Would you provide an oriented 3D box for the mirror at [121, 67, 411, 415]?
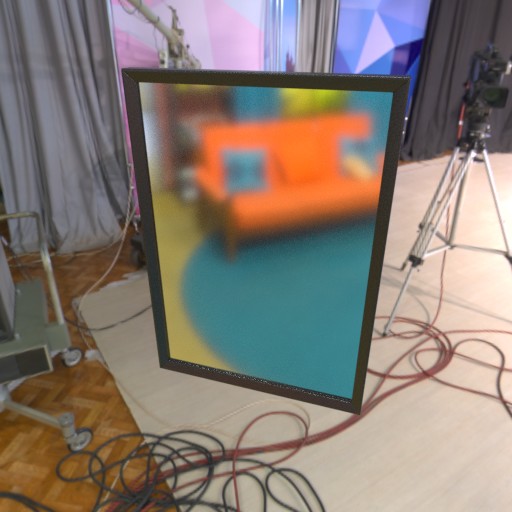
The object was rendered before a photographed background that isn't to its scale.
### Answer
[{"bbox_3d":[0.000,0.000,0.921,0.507,0.710,0.039,9,29,16],"label":"mirror"}]
